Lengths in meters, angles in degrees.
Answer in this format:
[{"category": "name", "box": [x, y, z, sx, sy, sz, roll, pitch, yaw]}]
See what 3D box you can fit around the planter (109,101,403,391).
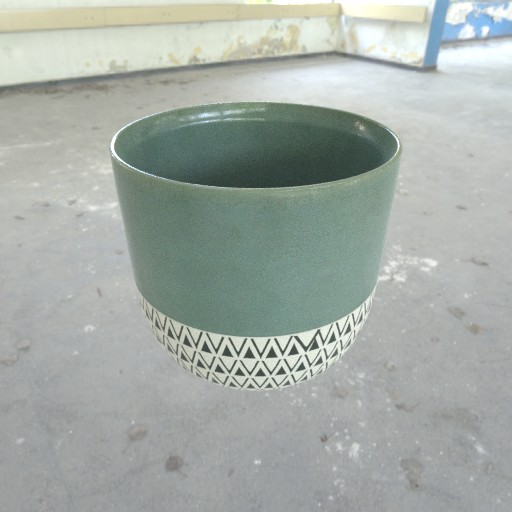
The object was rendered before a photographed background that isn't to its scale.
[{"category": "planter", "box": [0.000, 0.000, 0.487, 0.266, 0.270, 0.266, 0, 32, 0]}]
